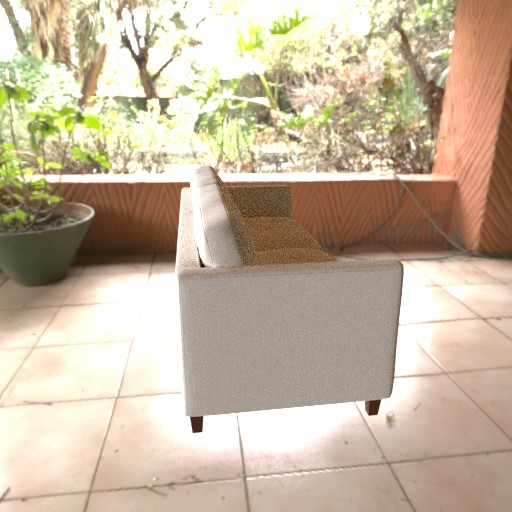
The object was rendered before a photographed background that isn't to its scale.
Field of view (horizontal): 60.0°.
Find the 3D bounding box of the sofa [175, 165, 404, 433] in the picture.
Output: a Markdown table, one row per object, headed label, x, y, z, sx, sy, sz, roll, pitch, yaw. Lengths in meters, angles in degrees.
| label | x | y | z | sx | sy | sz | roll | pitch | yaw |
| --- | --- | --- | --- | --- | --- | --- | --- | --- | --- |
| sofa | 0.000 | 0.000 | 2.734 | 0.924 | 0.933 | 2.139 | -3 | 18 | -8 |
